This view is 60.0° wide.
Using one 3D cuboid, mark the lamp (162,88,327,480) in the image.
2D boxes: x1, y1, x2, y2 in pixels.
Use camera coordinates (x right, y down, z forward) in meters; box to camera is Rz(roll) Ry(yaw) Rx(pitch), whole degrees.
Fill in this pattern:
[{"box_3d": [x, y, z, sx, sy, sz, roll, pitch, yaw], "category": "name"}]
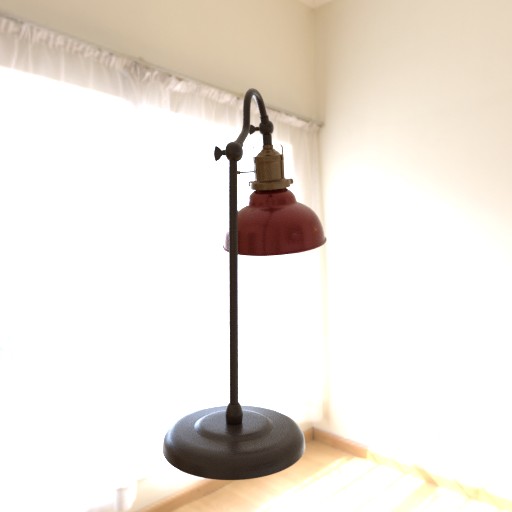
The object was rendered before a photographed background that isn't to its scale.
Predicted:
[{"box_3d": [0.000, 0.000, 0.685, 0.192, 0.508, 0.374, 0, 1, 19], "category": "lamp"}]
